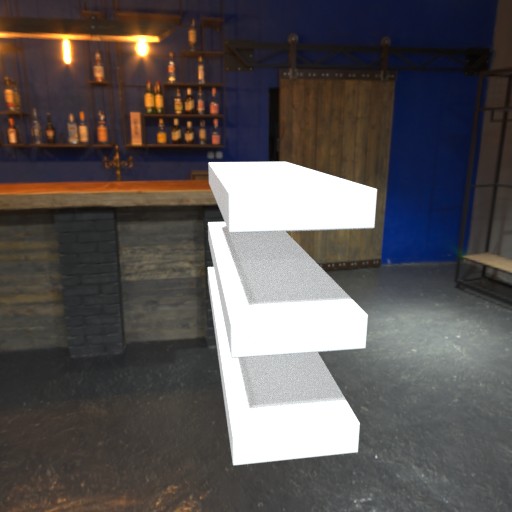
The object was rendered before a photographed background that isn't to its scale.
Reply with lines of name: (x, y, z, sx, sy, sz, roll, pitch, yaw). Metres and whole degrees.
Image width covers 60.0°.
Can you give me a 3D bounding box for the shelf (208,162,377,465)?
shelf: (0.000, 0.000, 0.734, 0.140, 0.293, 0.610, -2, 16, -8)
